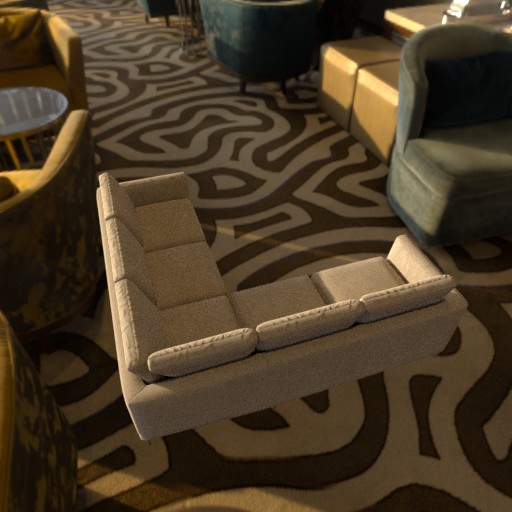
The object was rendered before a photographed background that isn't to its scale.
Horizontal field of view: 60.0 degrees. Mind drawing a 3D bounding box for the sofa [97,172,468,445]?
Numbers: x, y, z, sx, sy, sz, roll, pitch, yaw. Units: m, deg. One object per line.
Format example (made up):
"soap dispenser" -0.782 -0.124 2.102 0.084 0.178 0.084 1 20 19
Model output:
"sofa" 0.000 0.000 3.827 2.438 0.864 2.438 -13 44 -14
